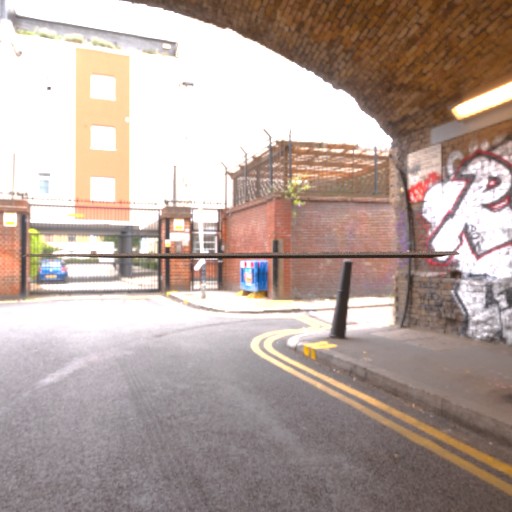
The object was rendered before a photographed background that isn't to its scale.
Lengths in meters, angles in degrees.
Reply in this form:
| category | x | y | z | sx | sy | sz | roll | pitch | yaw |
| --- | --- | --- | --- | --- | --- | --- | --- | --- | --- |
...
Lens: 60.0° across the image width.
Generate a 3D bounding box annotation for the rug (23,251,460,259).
| category | x | y | z | sx | sy | sz | roll | pitch | yaw |
| --- | --- | --- | --- | --- | --- | --- | --- | --- | --- |
| rug | 0.000 | 0.000 | 3.727 | 2.901 | 0.026 | 2.043 | 0 | -1 | 18 |
